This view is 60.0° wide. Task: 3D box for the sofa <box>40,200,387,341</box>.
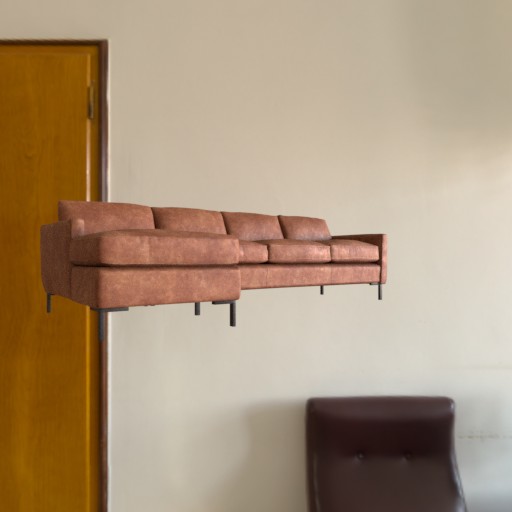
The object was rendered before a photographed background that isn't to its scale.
[{"bbox_3d":[0.000,0.000,3.623,2.993,0.859,1.471,0,0,-36],"label":"sofa"}]
